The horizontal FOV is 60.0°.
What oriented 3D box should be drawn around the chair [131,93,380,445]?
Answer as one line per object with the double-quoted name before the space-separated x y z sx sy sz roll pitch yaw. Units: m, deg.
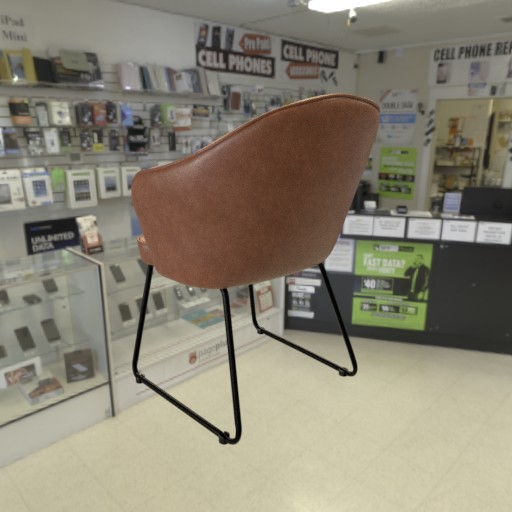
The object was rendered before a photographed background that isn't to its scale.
"chair" 0.000 0.000 1.185 0.582 0.785 0.580 -14 21 -40
